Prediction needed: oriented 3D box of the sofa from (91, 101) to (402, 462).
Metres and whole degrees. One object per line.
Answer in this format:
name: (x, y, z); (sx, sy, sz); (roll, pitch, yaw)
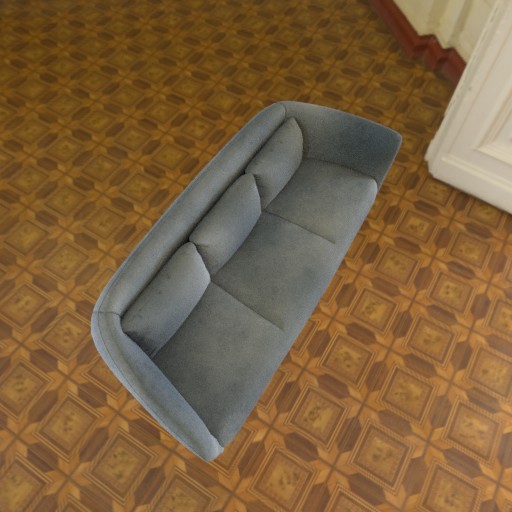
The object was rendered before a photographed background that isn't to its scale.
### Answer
sofa: (0.000, 0.000, 2.536); (0.849, 0.795, 2.095); (27, 62, 16)
